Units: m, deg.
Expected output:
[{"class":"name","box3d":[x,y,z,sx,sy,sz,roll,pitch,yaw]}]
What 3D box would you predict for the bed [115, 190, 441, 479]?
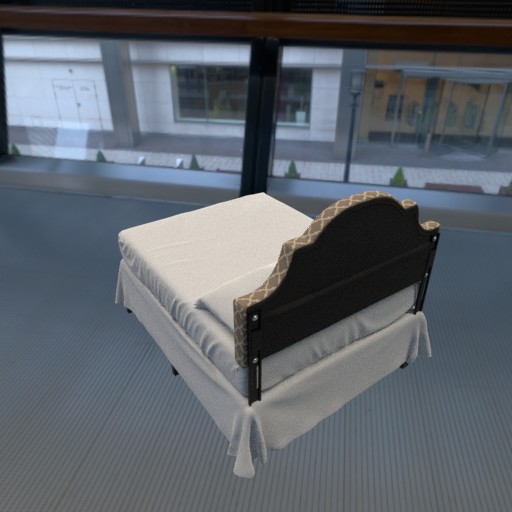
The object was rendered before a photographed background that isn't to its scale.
[{"class":"bed","box3d":[0.000,0.000,3.417,1.780,1.633,2.222,-20,36,-30]}]
